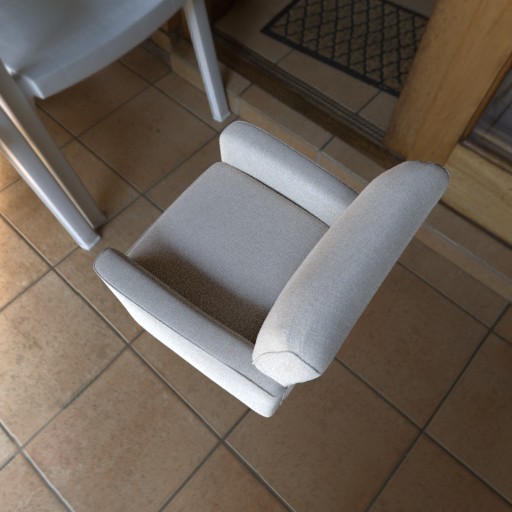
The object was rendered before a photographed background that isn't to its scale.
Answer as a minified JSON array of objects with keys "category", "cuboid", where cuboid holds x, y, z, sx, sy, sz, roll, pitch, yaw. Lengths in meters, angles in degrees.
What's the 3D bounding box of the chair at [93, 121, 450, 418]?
[{"category":"chair","cuboid":[0.000,0.000,1.617,0.859,1.023,0.845,33,68,15]}]
